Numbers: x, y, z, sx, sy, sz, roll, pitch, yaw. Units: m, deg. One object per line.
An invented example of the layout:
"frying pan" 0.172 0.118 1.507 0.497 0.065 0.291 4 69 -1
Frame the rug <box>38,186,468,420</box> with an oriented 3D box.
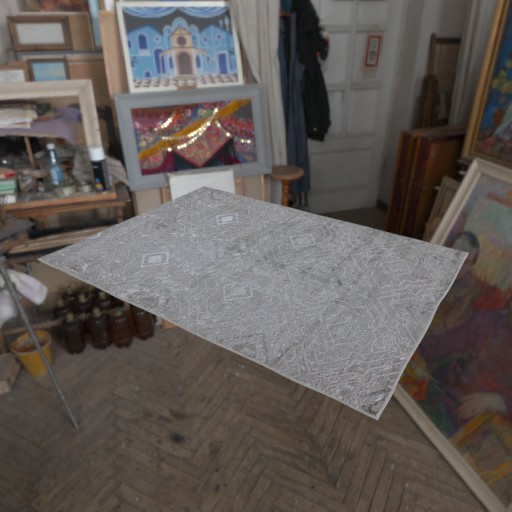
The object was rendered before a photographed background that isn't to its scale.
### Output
"rug" 0.000 0.000 4.256 3.359 0.020 2.448 18 34 30
